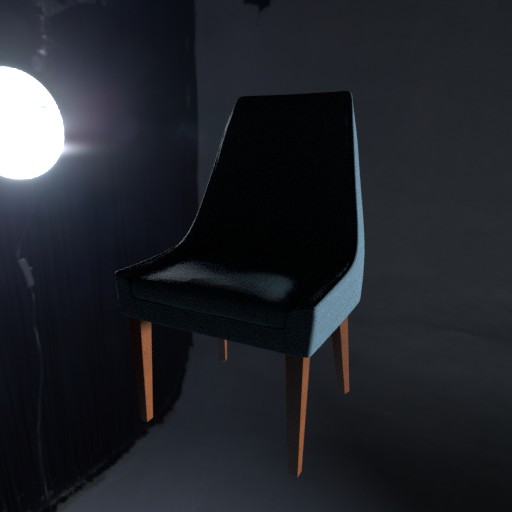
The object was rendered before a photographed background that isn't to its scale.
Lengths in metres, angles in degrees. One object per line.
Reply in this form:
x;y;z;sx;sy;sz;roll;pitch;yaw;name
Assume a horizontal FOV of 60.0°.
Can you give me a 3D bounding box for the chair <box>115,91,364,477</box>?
0.000;0.000;1.188;0.529;0.861;0.544;8;16;27;chair
